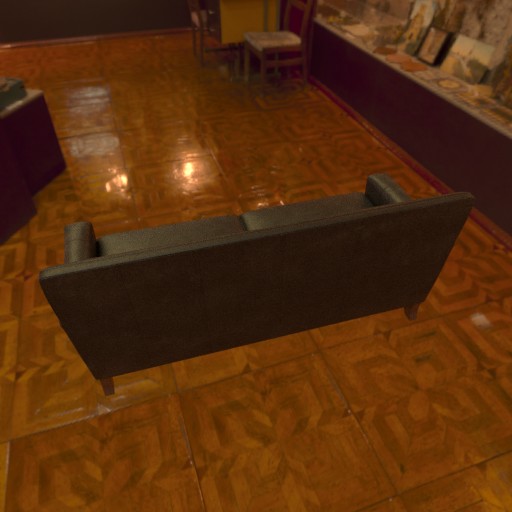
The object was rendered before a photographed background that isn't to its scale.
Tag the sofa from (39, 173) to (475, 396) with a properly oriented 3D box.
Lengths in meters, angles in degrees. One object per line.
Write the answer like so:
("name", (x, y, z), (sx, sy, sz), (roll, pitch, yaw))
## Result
("sofa", (0.000, 0.000, 2.552), (2.053, 0.947, 0.805), (-11, 42, -12))
